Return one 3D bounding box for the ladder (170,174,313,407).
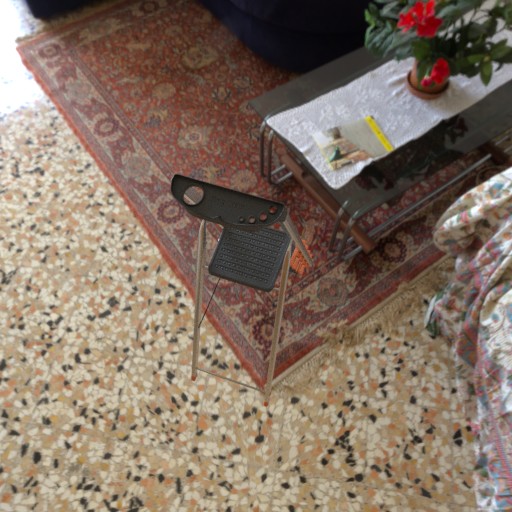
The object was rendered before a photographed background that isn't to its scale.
[{"bbox_3d":[0.000,0.000,2.090,0.480,1.646,0.995,17,63,9],"label":"ladder"}]
